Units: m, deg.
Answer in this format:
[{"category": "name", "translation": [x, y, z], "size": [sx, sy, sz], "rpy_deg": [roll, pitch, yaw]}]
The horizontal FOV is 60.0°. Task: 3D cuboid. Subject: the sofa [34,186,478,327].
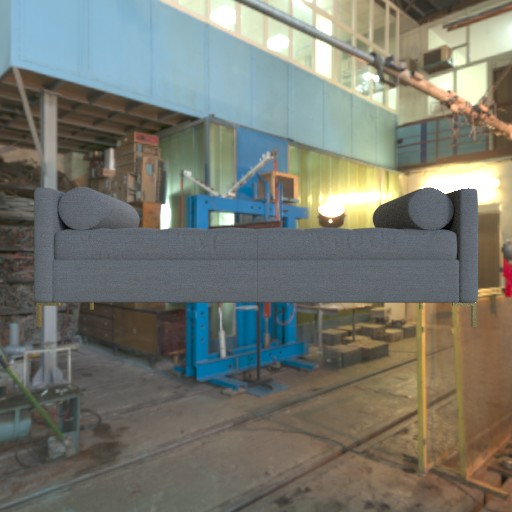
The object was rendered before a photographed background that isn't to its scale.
[{"category": "sofa", "translation": [0.000, 0.000, 2.306], "size": [1.981, 0.635, 0.686], "rpy_deg": [0, 0, 0]}]
